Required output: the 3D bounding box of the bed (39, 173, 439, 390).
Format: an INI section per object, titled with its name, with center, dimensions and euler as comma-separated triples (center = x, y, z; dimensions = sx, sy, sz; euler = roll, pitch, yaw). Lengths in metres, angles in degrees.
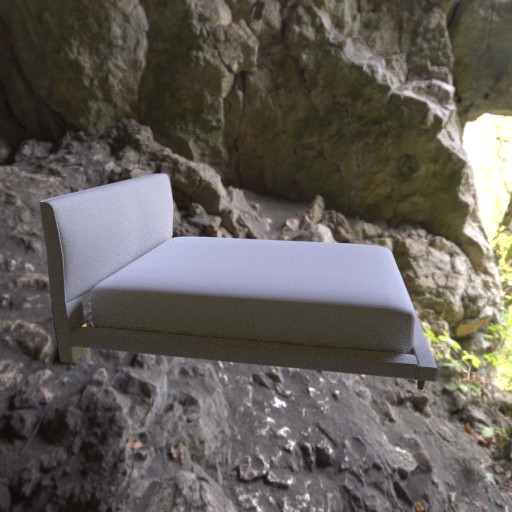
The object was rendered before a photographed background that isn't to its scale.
[bed]
center = 0.000, 0.000, 3.386
dimensions = 2.368, 1.067, 1.840
euler = 3, 16, 10
